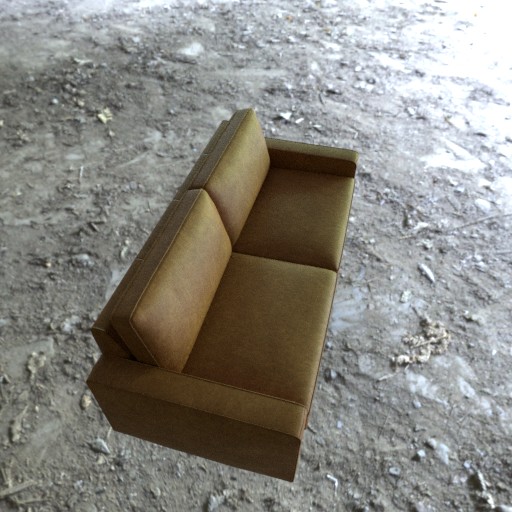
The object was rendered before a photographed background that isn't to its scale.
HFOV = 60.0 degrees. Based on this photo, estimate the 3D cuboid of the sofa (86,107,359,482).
[{"bbox_3d":[0.000,0.000,2.639,0.991,0.928,2.156,11,48,10],"label":"sofa"}]
